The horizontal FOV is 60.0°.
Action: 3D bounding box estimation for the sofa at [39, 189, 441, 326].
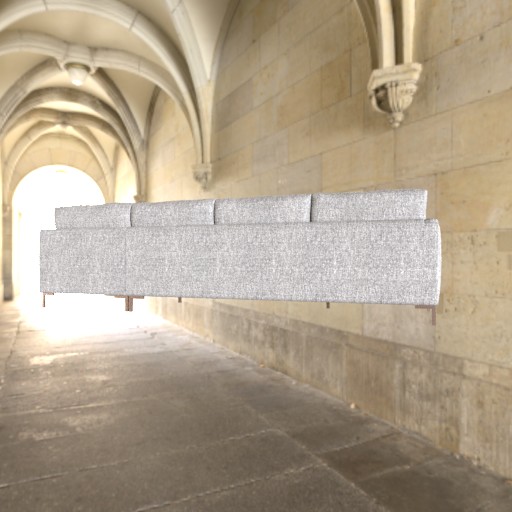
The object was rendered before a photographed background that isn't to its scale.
[{"bbox_3d":[0.000,0.000,3.639,2.737,0.756,1.879,0,0,19],"label":"sofa"}]
